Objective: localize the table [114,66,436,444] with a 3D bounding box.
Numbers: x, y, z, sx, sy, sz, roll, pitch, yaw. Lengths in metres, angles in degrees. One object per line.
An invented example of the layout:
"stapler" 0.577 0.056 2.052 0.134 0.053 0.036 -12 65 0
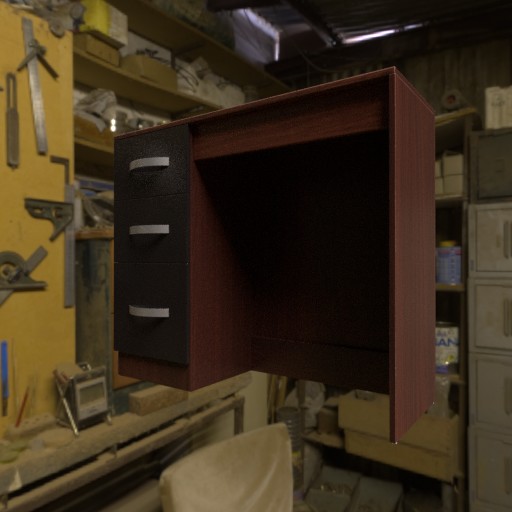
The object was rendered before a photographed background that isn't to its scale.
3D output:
"table" 0.000 0.000 1.319 0.930 0.790 0.380 0 0 35
